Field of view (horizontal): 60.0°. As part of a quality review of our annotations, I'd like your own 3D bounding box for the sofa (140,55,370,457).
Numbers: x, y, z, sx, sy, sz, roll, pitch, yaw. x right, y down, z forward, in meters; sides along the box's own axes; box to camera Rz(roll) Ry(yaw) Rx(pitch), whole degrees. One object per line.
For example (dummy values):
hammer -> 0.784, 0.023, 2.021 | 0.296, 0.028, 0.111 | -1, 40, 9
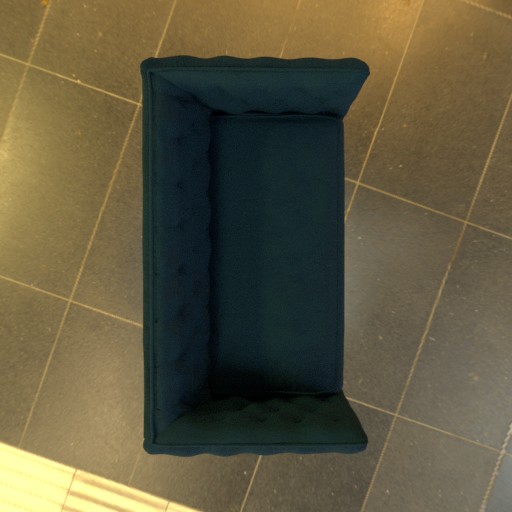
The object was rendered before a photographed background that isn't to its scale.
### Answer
sofa -> 0.000, 0.000, 2.091 | 0.909, 0.810, 1.583 | 0, 91, -1
